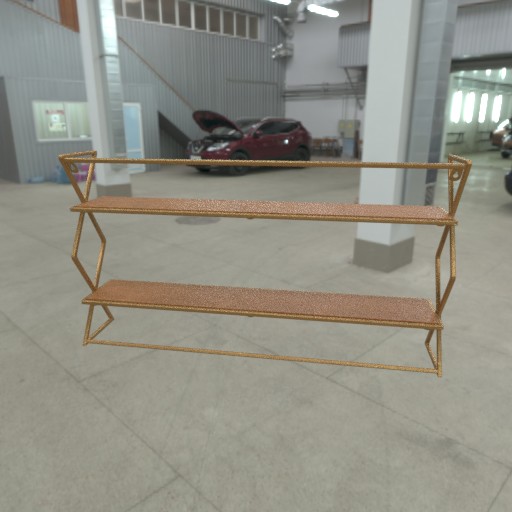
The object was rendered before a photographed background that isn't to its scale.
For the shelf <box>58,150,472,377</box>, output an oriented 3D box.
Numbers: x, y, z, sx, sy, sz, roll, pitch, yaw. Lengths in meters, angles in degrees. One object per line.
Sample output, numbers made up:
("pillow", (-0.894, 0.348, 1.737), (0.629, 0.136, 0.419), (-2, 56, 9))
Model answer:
("shelf", (0.000, 0.000, 1.006), (0.822, 0.450, 0.150), (3, 17, 9))
